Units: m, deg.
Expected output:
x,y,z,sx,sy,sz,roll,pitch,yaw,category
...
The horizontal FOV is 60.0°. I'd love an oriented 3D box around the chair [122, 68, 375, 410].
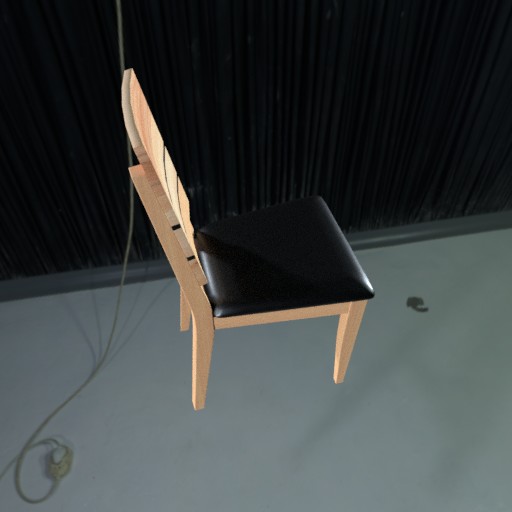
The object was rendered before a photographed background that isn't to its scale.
x,y,z,sx,sy,sz,roll,pitch,yaw,category
0.000,0.000,1.195,0.520,0.940,0.410,-10,47,-10,chair
